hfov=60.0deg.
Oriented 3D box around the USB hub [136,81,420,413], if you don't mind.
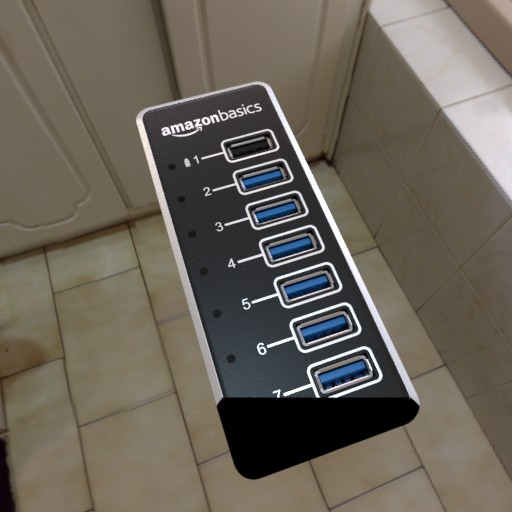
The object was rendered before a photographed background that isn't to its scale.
[{"bbox_3d":[0.000,0.000,0.128,0.044,0.023,0.110,-17,65,-8],"label":"USB hub"}]
